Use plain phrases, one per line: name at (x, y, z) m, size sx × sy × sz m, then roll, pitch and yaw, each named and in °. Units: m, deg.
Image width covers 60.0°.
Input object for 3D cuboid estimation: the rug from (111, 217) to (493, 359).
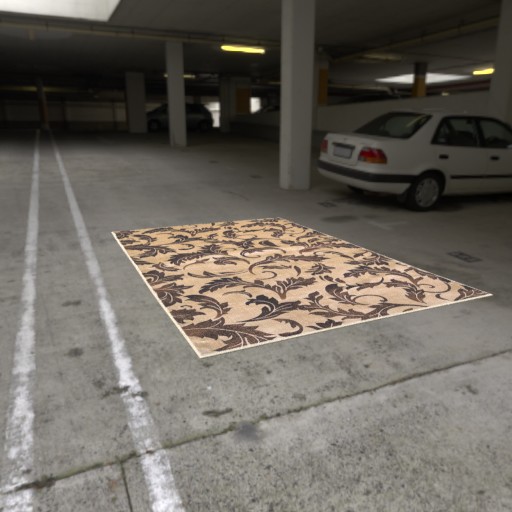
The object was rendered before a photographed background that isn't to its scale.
rug at (0.000, 0.000, 2.873) m, size 1.522 × 0.008 × 2.284 m, roll -7°, pitch 17°, yaw -24°
